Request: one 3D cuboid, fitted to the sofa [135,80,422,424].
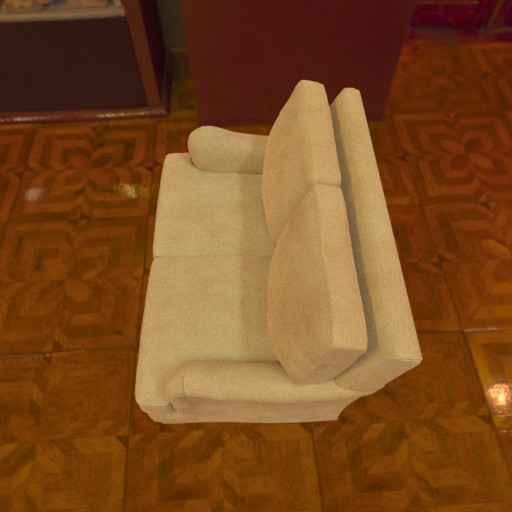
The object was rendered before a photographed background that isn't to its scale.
[{"bbox_3d":[0.000,0.000,2.223,1.086,1.087,1.498,-1,57,-1],"label":"sofa"}]
